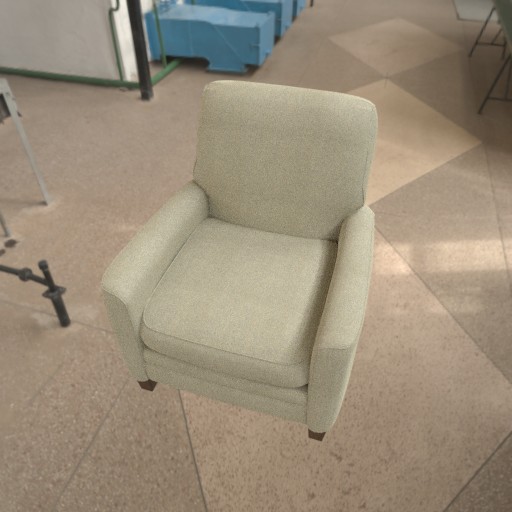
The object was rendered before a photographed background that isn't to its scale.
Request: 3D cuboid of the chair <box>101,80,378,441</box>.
[{"bbox_3d":[0.000,0.000,1.653,0.850,1.006,0.853,12,44,13],"label":"chair"}]
